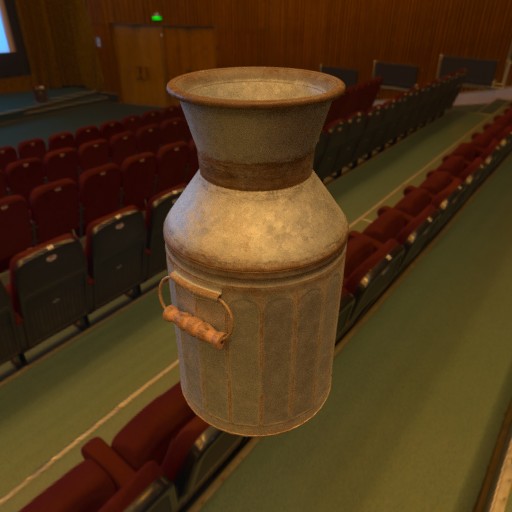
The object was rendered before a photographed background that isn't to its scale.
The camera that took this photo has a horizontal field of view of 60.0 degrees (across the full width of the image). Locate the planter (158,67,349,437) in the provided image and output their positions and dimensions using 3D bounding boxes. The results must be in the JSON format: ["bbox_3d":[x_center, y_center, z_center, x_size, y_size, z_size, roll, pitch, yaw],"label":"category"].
[{"bbox_3d":[0.000,0.000,0.531,0.214,0.396,0.245,22,38,31],"label":"planter"}]
